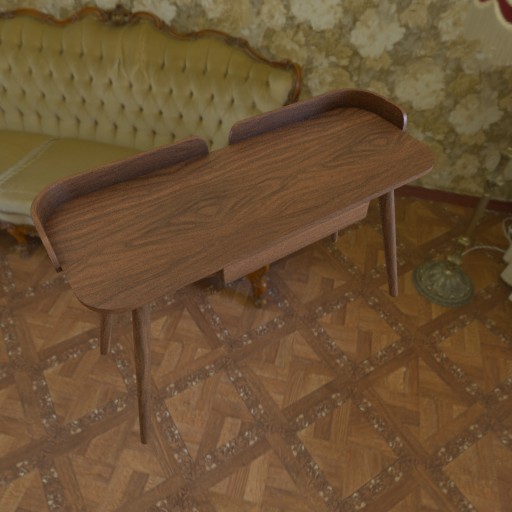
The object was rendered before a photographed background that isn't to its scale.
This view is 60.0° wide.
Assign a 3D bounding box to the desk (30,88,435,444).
[{"bbox_3d":[0.000,0.000,1.622,1.256,0.800,0.486,-25,51,-22],"label":"desk"}]
